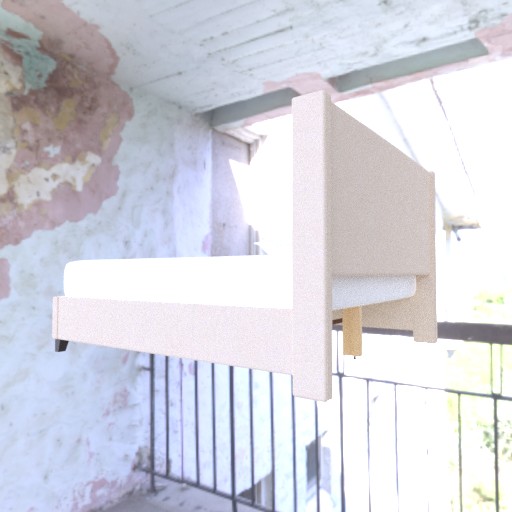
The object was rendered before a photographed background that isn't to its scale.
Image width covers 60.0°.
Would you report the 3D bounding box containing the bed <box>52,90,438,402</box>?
[{"bbox_3d":[0.000,0.000,3.594,2.293,1.471,2.145,-1,-3,35],"label":"bed"}]
